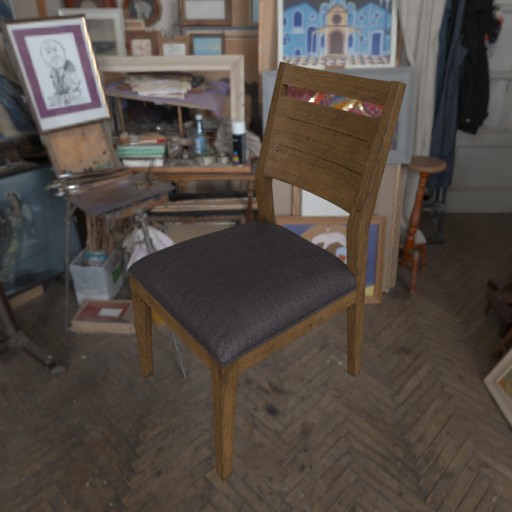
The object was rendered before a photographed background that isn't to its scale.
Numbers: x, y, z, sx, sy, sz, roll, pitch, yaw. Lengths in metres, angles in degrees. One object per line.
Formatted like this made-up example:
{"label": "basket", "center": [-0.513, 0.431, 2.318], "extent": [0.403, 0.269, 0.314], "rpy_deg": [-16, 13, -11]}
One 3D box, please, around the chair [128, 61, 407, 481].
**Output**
{"label": "chair", "center": [0.000, 0.000, 1.262], "extent": [0.610, 0.939, 0.501], "rpy_deg": [-22, 37, -32]}
